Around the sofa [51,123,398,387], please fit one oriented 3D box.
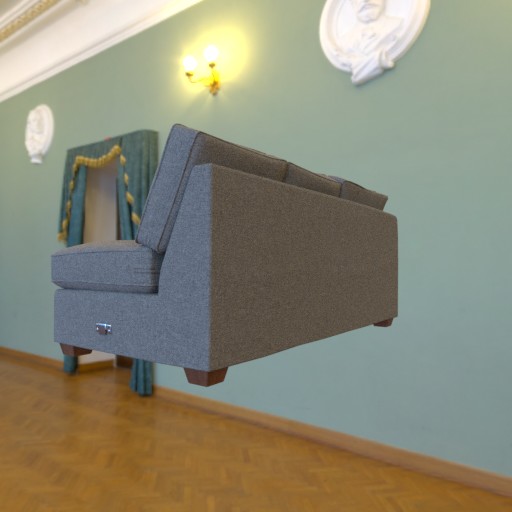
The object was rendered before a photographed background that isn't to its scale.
[{"bbox_3d":[0.000,0.000,2.572,1.034,0.946,1.963,-1,-1,36],"label":"sofa"}]
